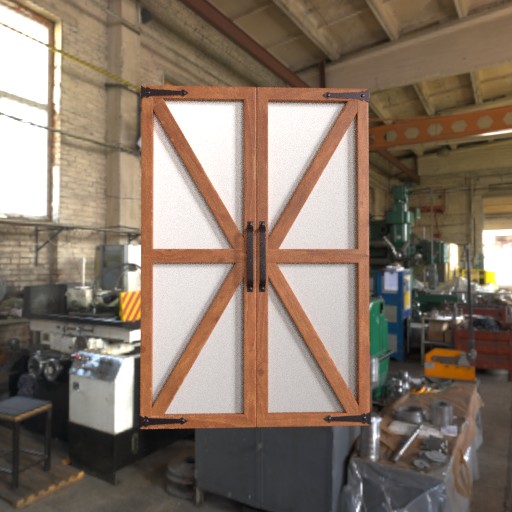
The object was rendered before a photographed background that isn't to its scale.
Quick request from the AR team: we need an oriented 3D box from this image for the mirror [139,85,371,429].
[{"bbox_3d":[0.000,0.000,0.999,0.517,0.761,0.053,0,-1,-2],"label":"mirror"}]
